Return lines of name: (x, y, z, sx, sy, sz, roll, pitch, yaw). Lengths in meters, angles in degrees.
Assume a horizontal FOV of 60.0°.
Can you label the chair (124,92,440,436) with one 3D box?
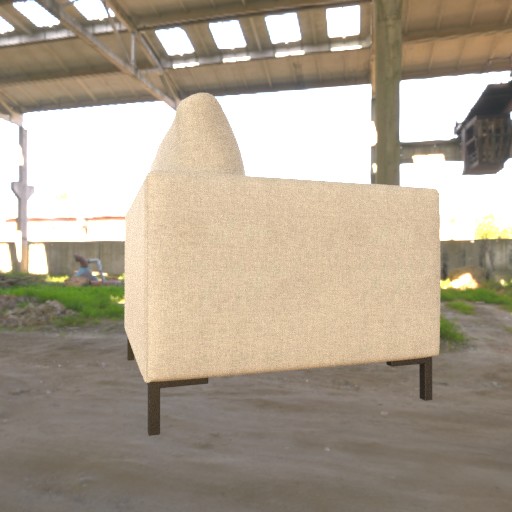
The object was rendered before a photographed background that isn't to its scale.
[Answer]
chair: (0.000, 0.000, 1.599, 0.866, 0.861, 0.963, 0, -1, -19)
